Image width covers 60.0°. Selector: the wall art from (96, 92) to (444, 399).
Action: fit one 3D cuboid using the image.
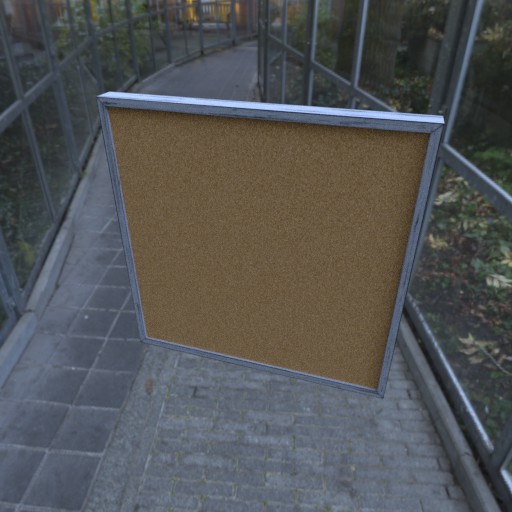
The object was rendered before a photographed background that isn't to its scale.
[{"bbox_3d":[0.000,0.000,0.766,0.506,0.506,0.038,9,33,15],"label":"wall art"}]
